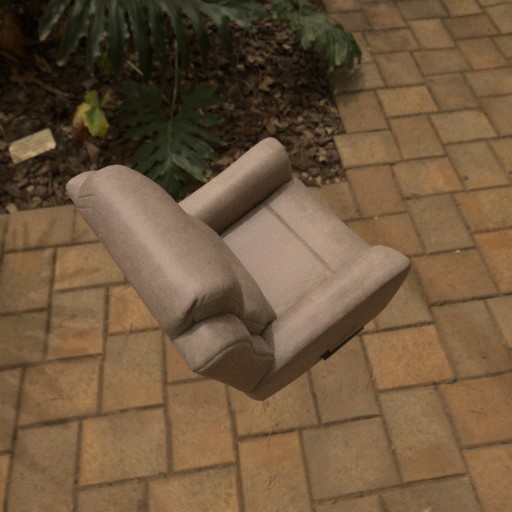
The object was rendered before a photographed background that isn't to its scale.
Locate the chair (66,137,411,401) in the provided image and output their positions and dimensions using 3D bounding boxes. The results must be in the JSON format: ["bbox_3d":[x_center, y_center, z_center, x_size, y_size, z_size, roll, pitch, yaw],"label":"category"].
[{"bbox_3d":[0.000,0.000,1.923,1.068,1.116,0.967,-33,64,-19],"label":"chair"}]
